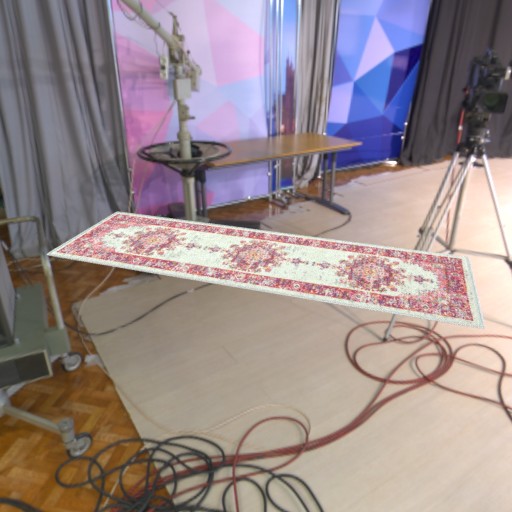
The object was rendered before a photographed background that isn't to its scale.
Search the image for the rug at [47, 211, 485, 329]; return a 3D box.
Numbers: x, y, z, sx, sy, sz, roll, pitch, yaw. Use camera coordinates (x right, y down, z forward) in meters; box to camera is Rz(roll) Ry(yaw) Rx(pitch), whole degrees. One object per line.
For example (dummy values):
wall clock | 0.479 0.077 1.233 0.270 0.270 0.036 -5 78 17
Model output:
rug | 0.000 0.000 1.997 1.824 0.009 0.562 8 28 16
